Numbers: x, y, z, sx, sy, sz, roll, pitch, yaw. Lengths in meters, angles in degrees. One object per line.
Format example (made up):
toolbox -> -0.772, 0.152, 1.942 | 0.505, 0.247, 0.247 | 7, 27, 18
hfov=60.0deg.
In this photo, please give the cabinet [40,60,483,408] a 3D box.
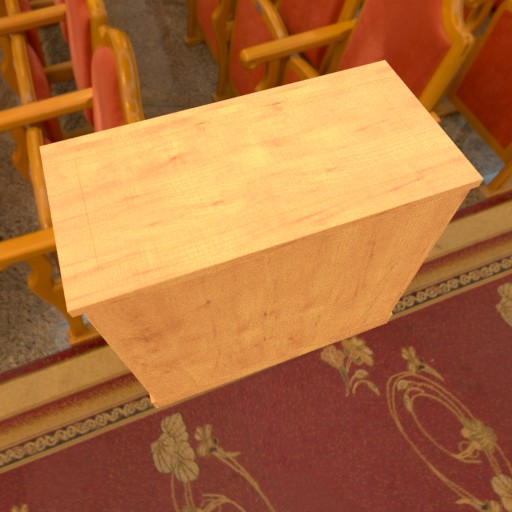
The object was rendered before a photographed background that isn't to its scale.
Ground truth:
cabinet -> 0.000, 0.000, 1.377 | 0.920, 0.840, 0.450 | -18, 61, -10
